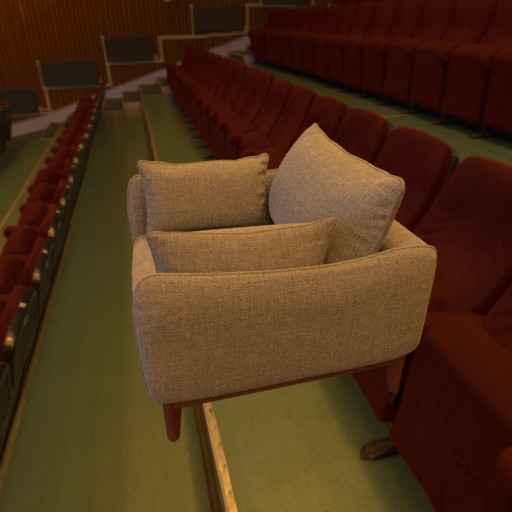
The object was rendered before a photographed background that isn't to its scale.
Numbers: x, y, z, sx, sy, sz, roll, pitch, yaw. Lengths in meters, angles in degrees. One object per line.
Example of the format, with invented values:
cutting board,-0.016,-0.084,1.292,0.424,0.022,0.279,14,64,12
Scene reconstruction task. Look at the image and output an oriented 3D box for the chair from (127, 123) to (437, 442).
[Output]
chair,0.000,0.000,1.762,0.976,0.839,0.993,-7,30,-13
